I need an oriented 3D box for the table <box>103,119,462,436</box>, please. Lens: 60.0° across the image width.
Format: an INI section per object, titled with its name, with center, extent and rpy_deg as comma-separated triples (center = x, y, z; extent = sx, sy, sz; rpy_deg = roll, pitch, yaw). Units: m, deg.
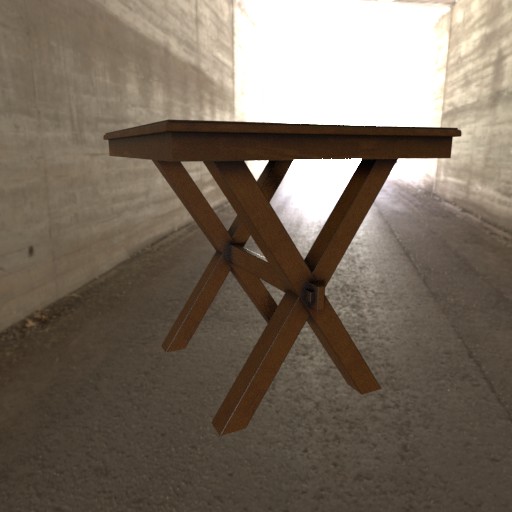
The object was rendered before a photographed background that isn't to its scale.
[table]
center = 0.000, 0.000, 1.035
extent = 0.560, 0.562, 0.602
rpy_deg = -7, 15, -25
